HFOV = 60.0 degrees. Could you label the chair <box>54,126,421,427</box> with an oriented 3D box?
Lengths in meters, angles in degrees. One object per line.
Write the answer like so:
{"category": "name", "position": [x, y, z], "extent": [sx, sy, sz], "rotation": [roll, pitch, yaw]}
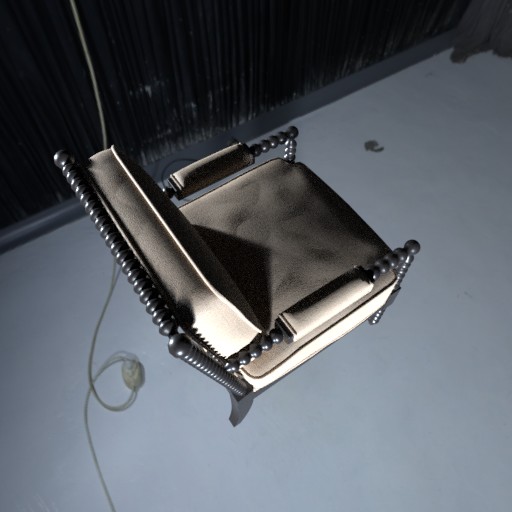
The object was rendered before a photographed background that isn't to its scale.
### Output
{"category": "chair", "position": [0.000, 0.000, 1.171], "extent": [0.657, 0.703, 0.555], "rotation": [-30, 62, -18]}
